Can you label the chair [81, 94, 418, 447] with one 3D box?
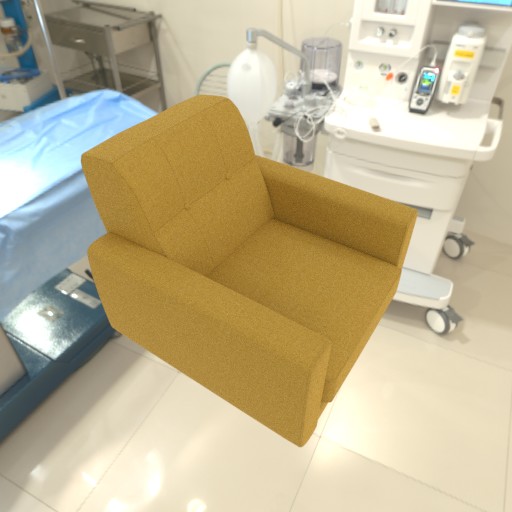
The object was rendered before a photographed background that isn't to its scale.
[{"bbox_3d":[0.000,0.000,1.586,0.909,0.841,0.831,24,46,25],"label":"chair"}]
